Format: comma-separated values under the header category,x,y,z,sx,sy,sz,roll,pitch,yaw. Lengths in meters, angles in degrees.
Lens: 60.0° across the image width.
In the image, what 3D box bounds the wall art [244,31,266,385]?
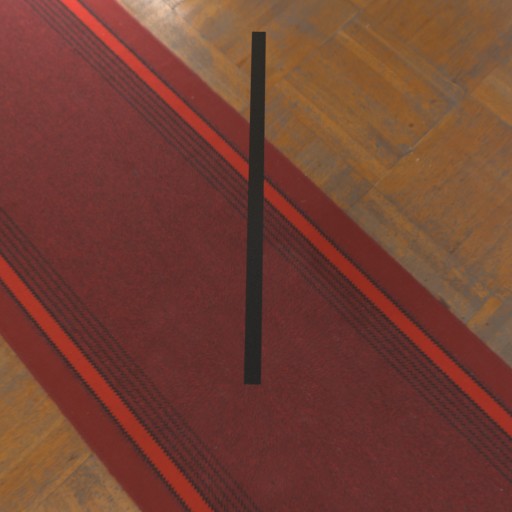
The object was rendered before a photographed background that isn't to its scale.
category,x,y,z,sx,sy,sz,roll,pitch,yaw
wall art,0.000,0.000,0.568,0.013,0.432,0.304,1,76,0
